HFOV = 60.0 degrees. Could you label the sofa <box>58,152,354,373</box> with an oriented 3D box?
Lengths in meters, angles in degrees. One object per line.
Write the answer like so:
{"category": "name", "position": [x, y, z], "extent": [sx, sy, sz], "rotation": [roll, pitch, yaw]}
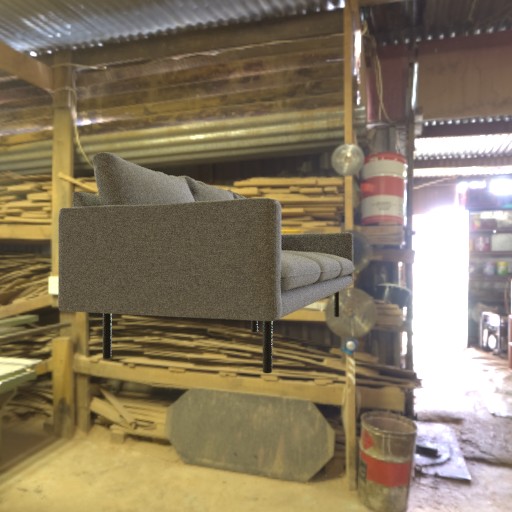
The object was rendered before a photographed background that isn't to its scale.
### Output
{"category": "sofa", "position": [0.000, 0.000, 2.415], "extent": [0.850, 0.830, 2.000], "rotation": [0, 0, 19]}
